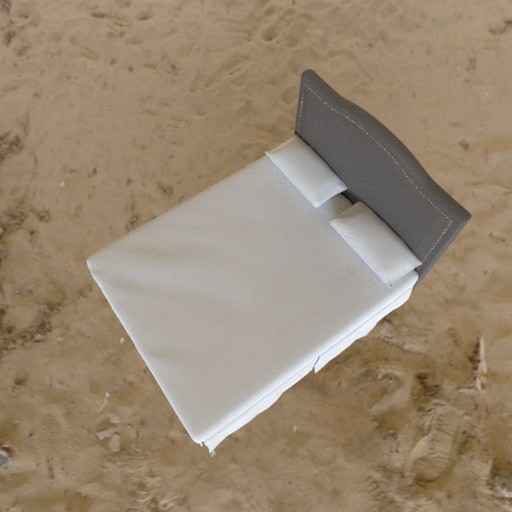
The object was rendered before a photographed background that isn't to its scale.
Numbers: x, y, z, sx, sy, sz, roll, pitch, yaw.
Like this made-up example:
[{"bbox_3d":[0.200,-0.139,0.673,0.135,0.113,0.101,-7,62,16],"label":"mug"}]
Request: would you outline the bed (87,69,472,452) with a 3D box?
[{"bbox_3d":[0.000,0.000,3.465,2.282,1.436,1.821,-33,68,-15],"label":"bed"}]
